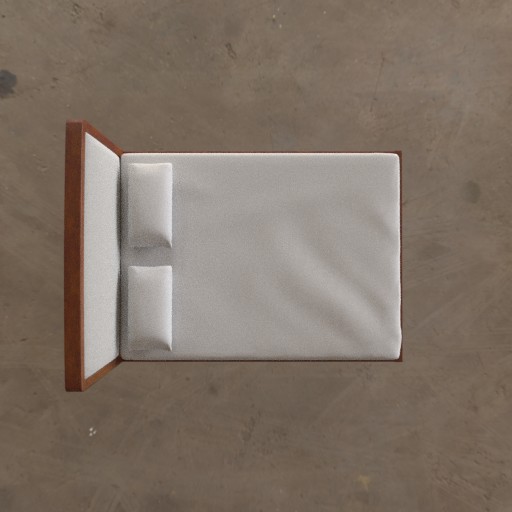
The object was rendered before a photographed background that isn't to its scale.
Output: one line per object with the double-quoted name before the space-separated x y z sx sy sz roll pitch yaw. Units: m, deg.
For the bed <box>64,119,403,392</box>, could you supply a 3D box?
"bed" 0.000 0.000 3.165 2.196 1.275 1.587 0 90 0
